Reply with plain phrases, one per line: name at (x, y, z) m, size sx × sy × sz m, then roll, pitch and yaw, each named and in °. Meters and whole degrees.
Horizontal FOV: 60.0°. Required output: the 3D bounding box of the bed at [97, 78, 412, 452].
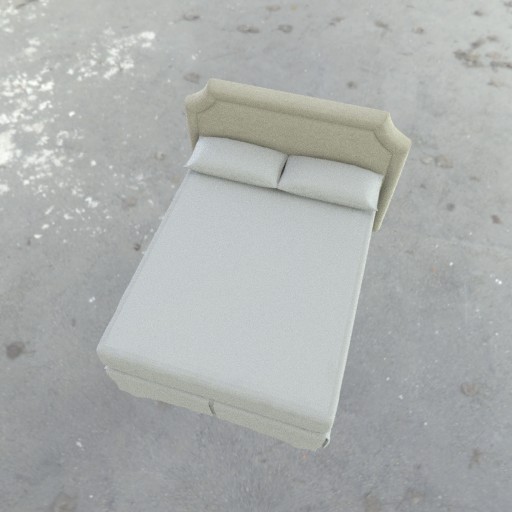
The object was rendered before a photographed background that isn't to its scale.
bed at (0.000, 0.000, 3.284) m, size 1.828 × 1.297 × 2.164 m, roll 14°, pitch 58°, yaw 9°
